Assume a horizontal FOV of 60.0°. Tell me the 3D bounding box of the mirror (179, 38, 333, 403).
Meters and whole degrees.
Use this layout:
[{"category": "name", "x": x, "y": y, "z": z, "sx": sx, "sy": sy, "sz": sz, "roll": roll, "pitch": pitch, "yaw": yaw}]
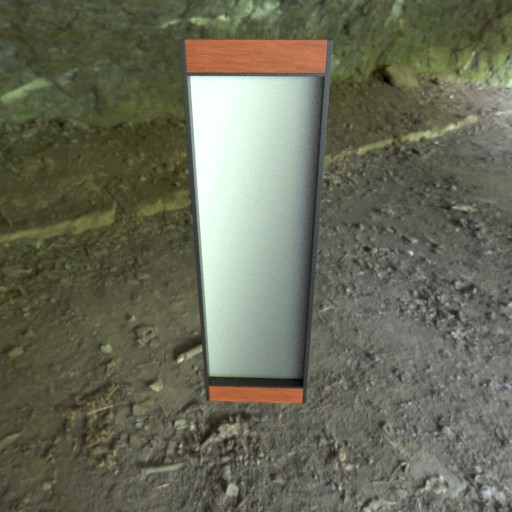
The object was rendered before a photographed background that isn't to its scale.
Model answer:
[{"category": "mirror", "x": 0.000, "y": 0.000, "z": 1.275, "sx": 0.343, "sy": 1.123, "sz": 0.047, "roll": 1, "pitch": 29, "yaw": 2}]
